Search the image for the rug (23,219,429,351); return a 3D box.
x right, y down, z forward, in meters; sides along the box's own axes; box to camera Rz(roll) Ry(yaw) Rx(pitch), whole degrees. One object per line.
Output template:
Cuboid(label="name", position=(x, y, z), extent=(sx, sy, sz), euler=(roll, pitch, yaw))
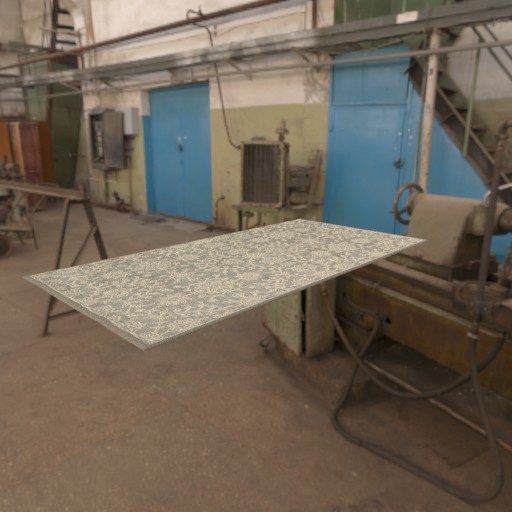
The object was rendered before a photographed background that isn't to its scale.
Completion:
Cuboid(label="rug", position=(0.000, 0.000, 3.602), extent=(1.546, 0.011, 3.048), euler=(15, 21, 42))
